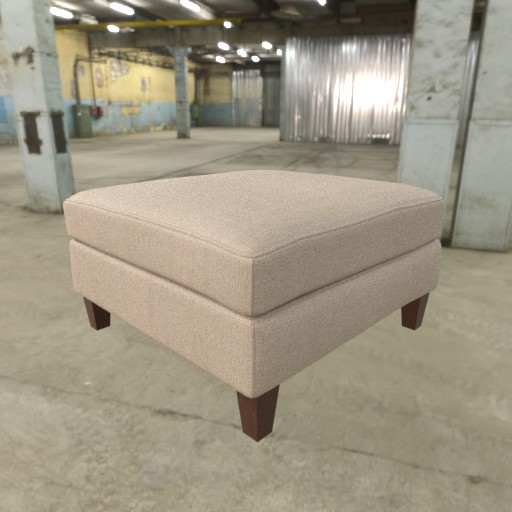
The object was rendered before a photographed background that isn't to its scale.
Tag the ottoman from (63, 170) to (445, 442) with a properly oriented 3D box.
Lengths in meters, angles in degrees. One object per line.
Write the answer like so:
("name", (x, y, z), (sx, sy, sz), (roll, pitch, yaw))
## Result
("ottoman", (0.000, 0.000, 1.370), (0.838, 0.481, 0.838), (17, 24, 42))
